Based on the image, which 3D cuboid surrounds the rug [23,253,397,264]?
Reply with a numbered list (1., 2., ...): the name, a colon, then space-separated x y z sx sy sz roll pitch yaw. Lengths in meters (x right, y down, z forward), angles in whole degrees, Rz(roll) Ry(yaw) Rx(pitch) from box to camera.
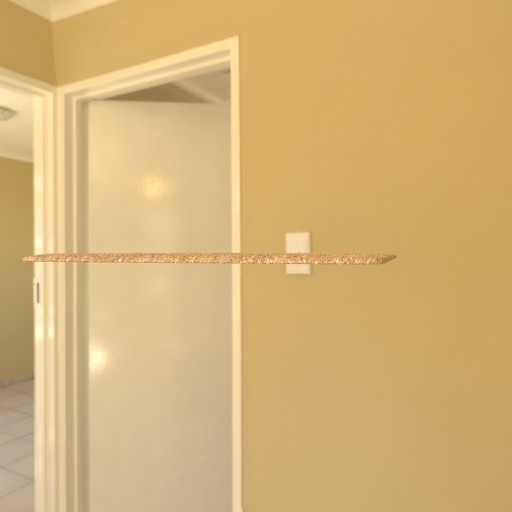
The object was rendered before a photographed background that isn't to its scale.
1. rug: 0.000 0.000 3.775 2.242 0.050 2.873 0 1 19
